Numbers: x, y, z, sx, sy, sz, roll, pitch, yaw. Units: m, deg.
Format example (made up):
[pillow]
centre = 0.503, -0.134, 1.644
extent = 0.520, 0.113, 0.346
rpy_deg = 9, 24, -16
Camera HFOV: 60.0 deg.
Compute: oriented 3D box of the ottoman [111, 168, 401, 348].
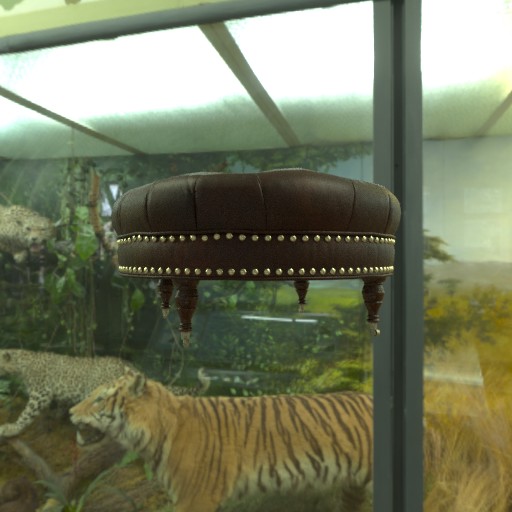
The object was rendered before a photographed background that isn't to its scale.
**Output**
[ottoman]
centre = 0.000, 0.000, 1.432
extent = 0.901, 0.455, 0.901
rpy_deg = 0, 0, 0
